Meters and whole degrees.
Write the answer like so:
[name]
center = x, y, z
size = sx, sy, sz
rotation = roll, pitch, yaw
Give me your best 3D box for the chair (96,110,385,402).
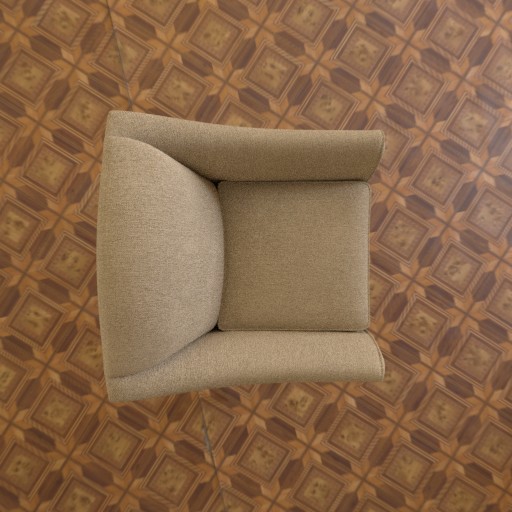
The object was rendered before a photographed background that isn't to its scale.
[chair]
center = 0.000, 0.000, 1.439
size = 0.787, 0.839, 0.763
rotation = 0, 90, -1
